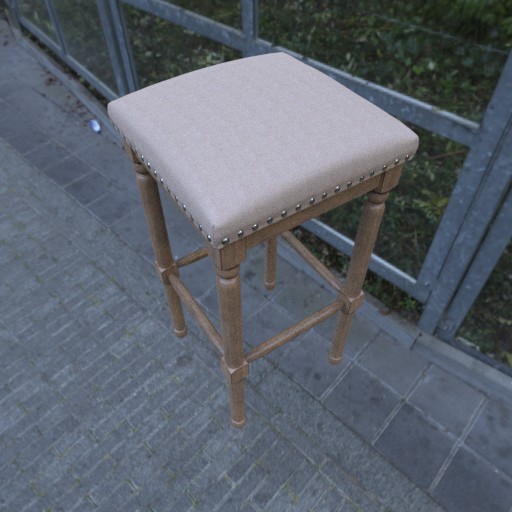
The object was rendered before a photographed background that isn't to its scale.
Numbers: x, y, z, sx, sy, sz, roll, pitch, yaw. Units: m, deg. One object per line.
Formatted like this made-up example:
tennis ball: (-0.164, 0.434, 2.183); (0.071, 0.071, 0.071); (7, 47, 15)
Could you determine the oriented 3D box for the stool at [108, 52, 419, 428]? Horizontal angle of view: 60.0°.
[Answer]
stool: (0.000, 0.000, 0.983); (0.383, 0.768, 0.382); (-26, 53, -22)
